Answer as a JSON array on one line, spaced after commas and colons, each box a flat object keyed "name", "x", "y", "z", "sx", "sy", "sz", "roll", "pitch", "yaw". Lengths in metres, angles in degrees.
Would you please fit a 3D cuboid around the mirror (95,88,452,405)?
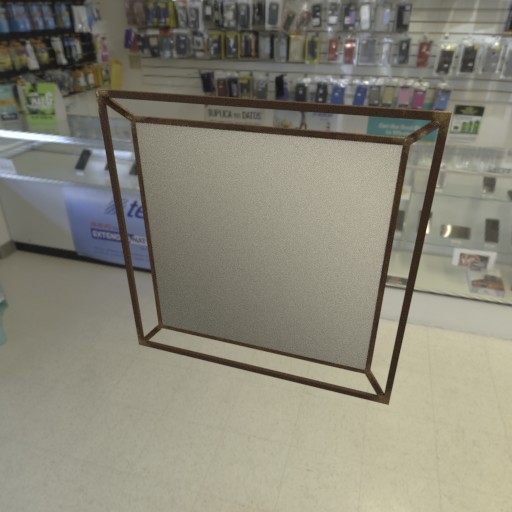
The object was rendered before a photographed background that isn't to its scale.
[{"name": "mirror", "x": 0.000, "y": 0.000, "z": 0.893, "sx": 0.610, "sy": 0.610, "sz": 0.032, "roll": 9, "pitch": 31, "yaw": 16}]
